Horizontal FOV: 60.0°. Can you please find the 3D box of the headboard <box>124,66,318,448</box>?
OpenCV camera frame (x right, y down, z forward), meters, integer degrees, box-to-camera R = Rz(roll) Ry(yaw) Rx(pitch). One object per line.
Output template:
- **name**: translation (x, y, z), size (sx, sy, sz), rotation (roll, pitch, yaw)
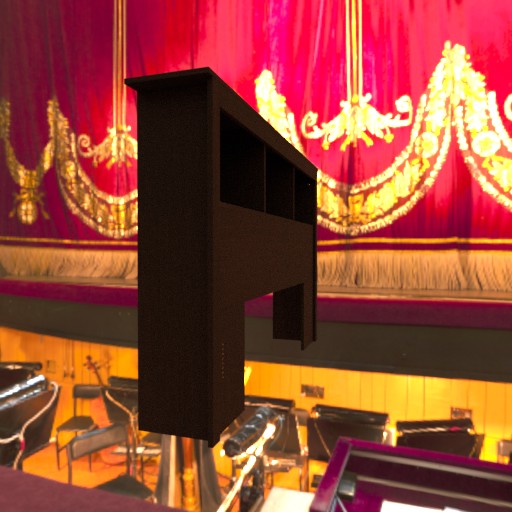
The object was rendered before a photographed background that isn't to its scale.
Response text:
- **headboard**: translation (0.000, 0.000, 2.091), size (0.279, 1.092, 1.671), rotation (0, 1, 18)
